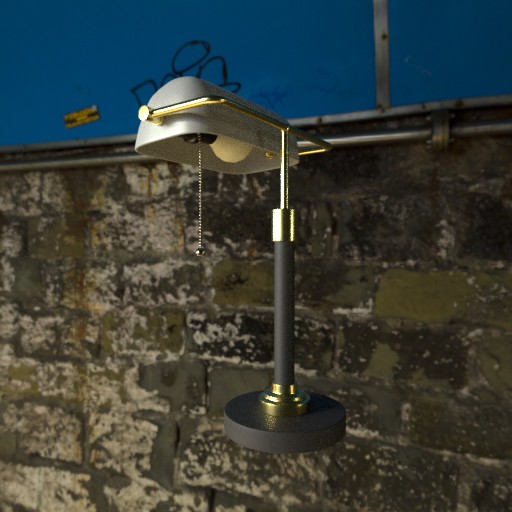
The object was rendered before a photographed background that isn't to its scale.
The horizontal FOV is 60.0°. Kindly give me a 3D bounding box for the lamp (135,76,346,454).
[{"bbox_3d":[0.000,0.000,0.547,0.227,0.404,0.269,1,1,36],"label":"lamp"}]
